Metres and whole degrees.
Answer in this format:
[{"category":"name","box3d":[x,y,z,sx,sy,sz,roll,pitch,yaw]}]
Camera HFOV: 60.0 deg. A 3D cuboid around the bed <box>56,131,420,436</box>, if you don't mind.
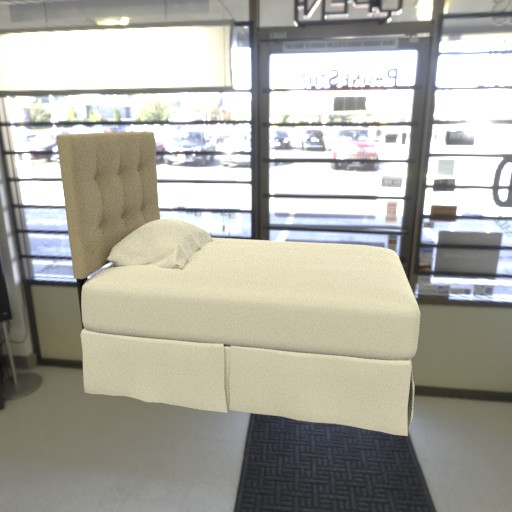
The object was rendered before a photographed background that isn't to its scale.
[{"category":"bed","box3d":[0.000,0.000,2.933,1.997,1.571,1.261,3,17,11]}]
